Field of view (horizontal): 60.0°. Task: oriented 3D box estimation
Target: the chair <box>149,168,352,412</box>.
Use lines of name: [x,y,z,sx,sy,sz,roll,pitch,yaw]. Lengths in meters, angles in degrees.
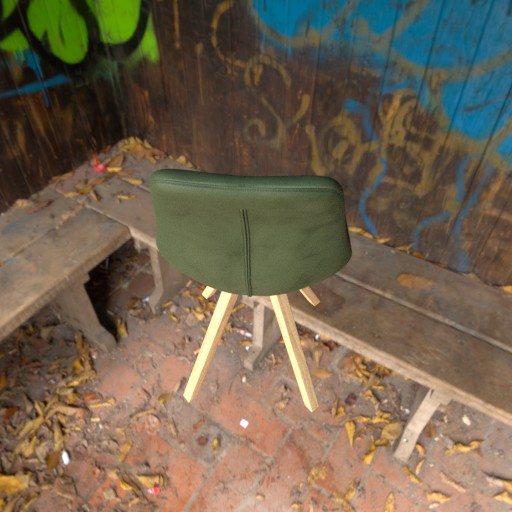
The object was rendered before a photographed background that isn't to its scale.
chair: [0.000,0.000,1.196,0.483,0.865,0.547,3,45,3]
